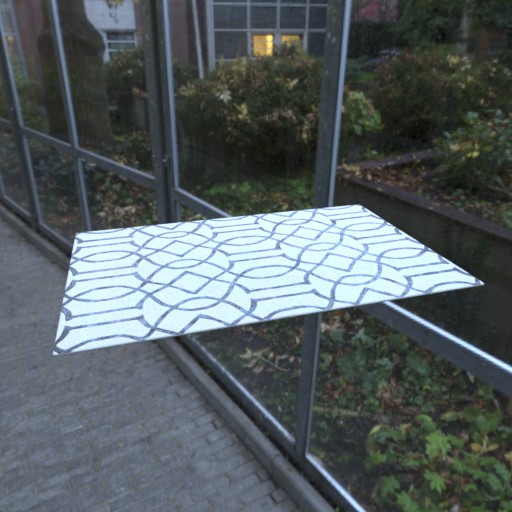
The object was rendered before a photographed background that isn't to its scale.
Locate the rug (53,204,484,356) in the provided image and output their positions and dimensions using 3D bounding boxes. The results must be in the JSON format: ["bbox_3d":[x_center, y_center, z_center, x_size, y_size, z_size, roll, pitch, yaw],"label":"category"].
[{"bbox_3d":[0.000,0.000,2.963,2.365,0.017,1.521,-7,26,-15],"label":"rug"}]
